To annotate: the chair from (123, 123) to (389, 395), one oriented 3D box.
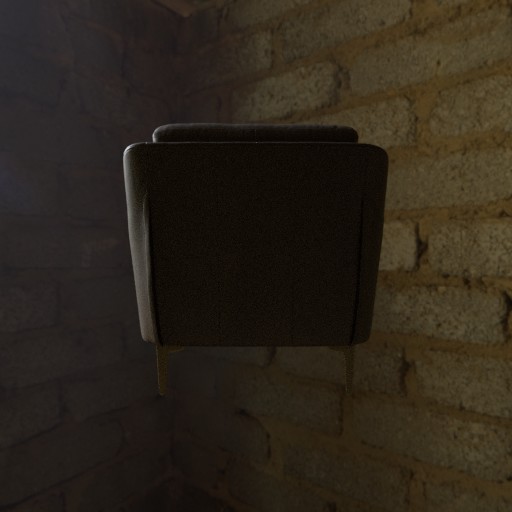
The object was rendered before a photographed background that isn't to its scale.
[{"bbox_3d":[0.000,0.000,1.757,0.988,0.901,0.961,0,1,0],"label":"chair"}]
